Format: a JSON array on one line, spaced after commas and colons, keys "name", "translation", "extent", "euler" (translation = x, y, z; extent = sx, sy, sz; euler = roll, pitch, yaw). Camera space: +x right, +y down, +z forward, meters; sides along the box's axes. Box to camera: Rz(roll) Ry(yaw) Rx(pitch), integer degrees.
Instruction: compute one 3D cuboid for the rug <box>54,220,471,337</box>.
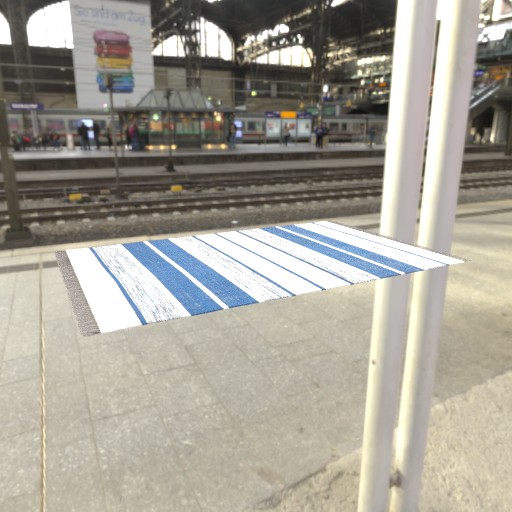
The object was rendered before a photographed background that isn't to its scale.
[{"name": "rug", "translation": [0.000, 0.000, 3.038], "extent": [2.441, 0.010, 1.532], "euler": [-8, 18, -27]}]
